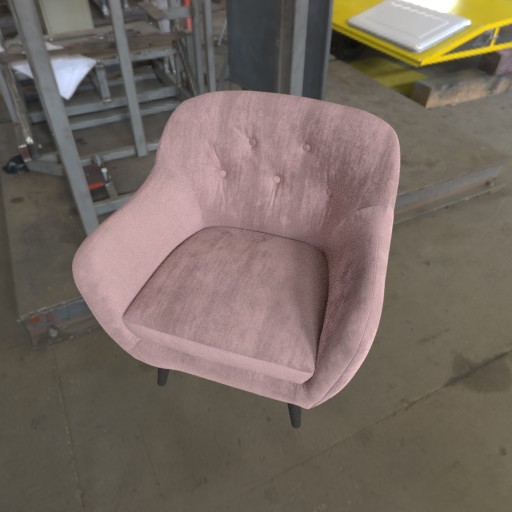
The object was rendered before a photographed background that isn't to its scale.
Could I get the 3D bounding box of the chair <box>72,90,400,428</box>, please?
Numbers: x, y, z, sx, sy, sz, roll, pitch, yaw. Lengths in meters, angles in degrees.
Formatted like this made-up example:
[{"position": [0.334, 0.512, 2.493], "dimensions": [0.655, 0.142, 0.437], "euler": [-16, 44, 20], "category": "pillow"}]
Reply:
[{"position": [0.000, 0.000, 1.506], "dimensions": [0.840, 0.820, 0.820], "euler": [13, 44, 13], "category": "chair"}]
